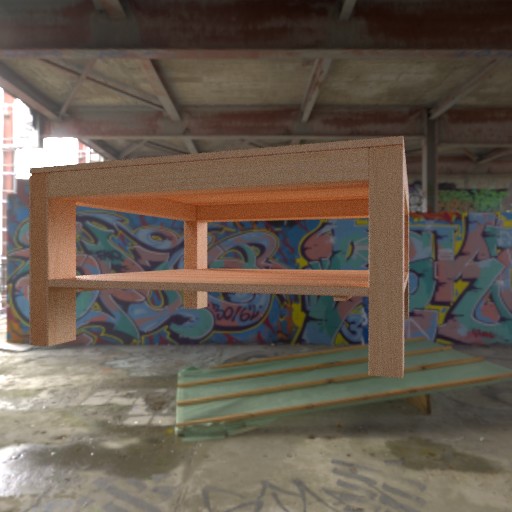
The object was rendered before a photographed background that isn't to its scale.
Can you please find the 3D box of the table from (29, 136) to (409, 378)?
[{"bbox_3d":[0.000,0.000,1.395,0.900,0.450,0.900,0,0,20],"label":"table"}]
